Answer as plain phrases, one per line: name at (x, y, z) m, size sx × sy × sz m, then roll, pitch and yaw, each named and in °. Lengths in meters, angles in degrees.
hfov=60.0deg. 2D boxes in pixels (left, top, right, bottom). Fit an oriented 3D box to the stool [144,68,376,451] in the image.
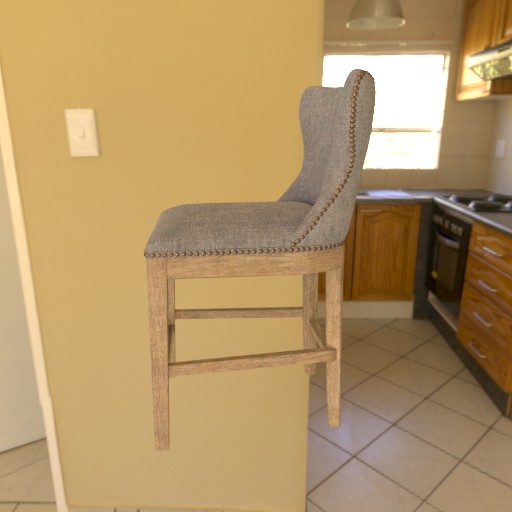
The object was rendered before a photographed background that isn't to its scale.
stool at (0.000, 0.000, 1.307) m, size 0.608 × 0.981 × 0.498 m, roll -2°, pitch 16°, yaw -7°
